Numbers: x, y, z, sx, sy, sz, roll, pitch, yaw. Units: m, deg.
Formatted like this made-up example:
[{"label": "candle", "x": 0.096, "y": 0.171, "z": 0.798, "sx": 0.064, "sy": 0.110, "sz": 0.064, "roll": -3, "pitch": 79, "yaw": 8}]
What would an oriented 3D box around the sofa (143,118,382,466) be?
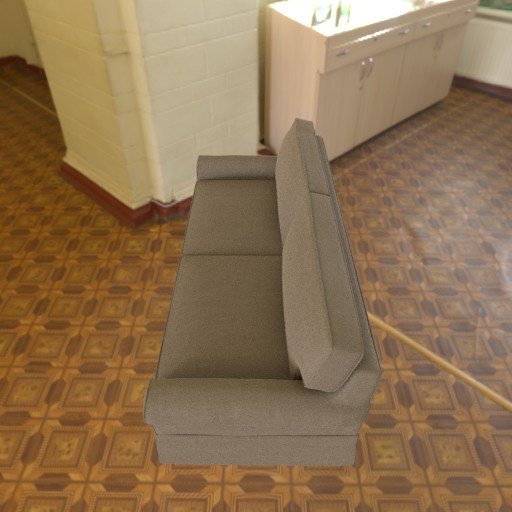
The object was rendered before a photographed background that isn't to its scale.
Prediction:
[{"label": "sofa", "x": 0.000, "y": 0.000, "z": 2.700, "sx": 0.991, "sy": 0.943, "sz": 2.248, "roll": 0, "pitch": 40, "yaw": 0}]
